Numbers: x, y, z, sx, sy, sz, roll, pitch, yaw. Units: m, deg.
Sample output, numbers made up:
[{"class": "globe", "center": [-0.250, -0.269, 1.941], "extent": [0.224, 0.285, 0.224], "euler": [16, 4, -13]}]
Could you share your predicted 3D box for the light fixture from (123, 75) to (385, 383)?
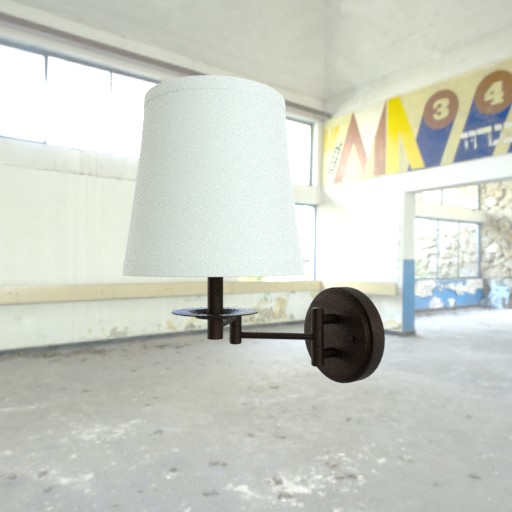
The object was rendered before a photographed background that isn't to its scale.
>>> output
[{"class": "light fixture", "center": [0.000, 0.000, 0.267], "extent": [0.157, 0.172, 0.100], "euler": [1, -1, -35]}]
